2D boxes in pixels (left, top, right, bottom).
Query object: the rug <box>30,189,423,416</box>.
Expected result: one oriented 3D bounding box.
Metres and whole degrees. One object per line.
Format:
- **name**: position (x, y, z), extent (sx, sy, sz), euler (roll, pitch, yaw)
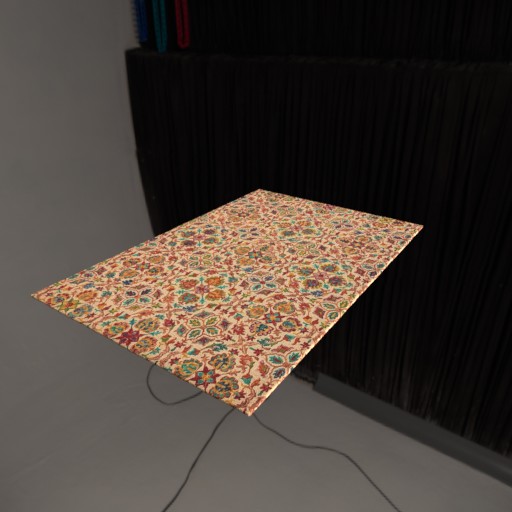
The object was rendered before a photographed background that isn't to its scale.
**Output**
- **rug**: position (0.000, 0.000, 2.968), extent (1.541, 0.018, 2.297), euler (18, 32, 31)
